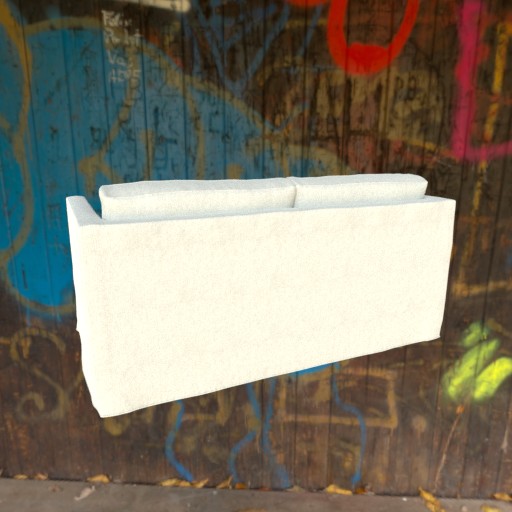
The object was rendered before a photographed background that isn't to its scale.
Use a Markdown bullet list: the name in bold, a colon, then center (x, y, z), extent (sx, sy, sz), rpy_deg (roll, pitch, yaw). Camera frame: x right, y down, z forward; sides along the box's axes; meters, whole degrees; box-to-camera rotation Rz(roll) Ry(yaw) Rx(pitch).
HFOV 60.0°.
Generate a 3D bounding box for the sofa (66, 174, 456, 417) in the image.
- **sofa**: center (0.000, 0.000, 2.243), extent (1.727, 0.830, 0.944), rpy_deg (-6, 15, -24)
